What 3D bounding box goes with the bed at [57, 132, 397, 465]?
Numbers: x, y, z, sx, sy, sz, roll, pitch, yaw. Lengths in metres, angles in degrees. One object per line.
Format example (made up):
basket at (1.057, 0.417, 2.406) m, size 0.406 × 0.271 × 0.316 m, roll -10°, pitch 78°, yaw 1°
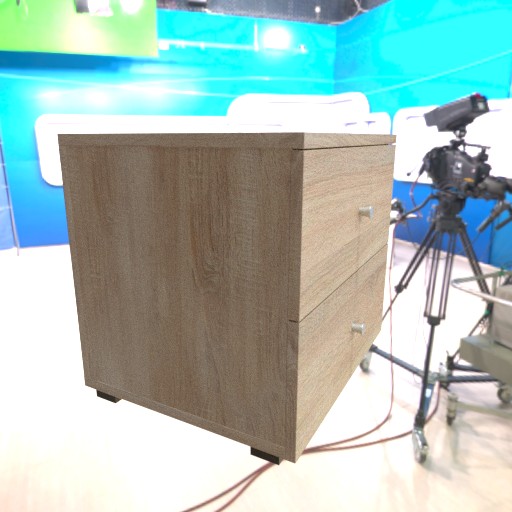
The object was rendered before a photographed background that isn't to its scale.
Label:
bed at (0.000, 0.000, 0.792) m, size 0.401 × 0.420 × 0.460 m, roll 8°, pitch 17°, yaw 27°
